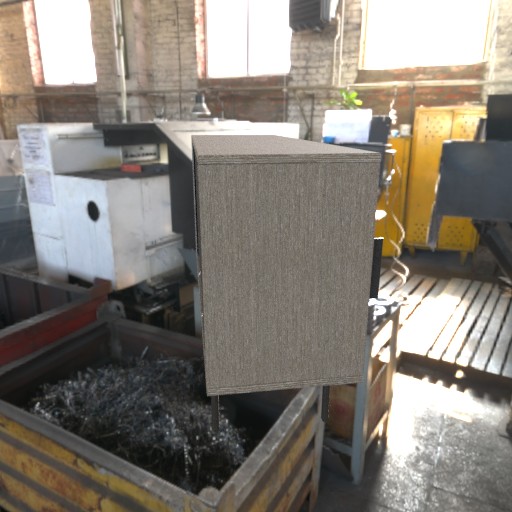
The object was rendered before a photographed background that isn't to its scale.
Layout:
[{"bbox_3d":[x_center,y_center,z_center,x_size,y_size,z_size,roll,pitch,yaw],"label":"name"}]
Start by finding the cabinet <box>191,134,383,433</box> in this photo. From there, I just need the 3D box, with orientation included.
[{"bbox_3d":[0.000,0.000,1.561,0.405,0.787,1.194,-3,17,-8],"label":"cabinet"}]
